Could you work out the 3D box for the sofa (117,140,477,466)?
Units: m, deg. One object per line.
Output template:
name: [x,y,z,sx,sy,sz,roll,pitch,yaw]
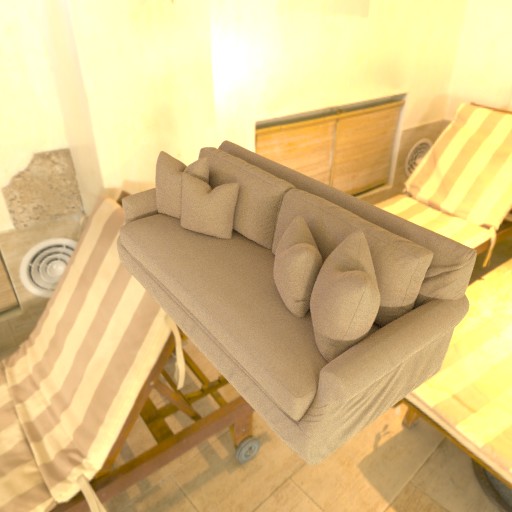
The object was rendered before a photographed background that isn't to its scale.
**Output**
sofa: [0.000,0.000,2.774,1.067,0.904,2.285,-22,38,-31]
